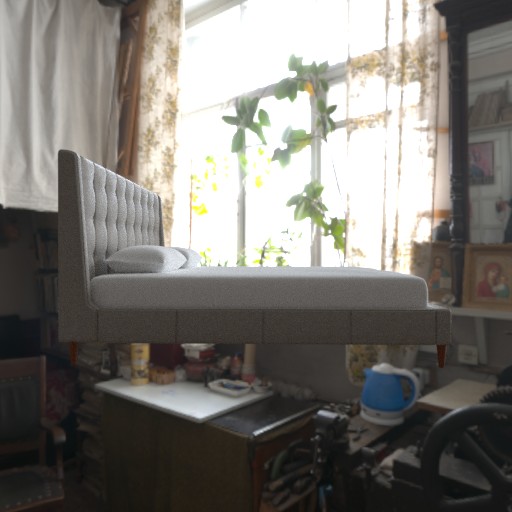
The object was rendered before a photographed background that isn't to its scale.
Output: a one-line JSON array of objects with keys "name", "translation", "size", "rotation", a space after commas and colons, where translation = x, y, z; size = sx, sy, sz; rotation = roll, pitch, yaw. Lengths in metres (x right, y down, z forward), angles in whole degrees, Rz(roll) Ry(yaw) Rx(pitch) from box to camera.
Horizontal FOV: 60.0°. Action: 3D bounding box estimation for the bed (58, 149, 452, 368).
[{"name": "bed", "translation": [0.000, 0.000, 3.621], "size": [2.342, 1.289, 2.062], "rotation": [0, 0, 2]}]
